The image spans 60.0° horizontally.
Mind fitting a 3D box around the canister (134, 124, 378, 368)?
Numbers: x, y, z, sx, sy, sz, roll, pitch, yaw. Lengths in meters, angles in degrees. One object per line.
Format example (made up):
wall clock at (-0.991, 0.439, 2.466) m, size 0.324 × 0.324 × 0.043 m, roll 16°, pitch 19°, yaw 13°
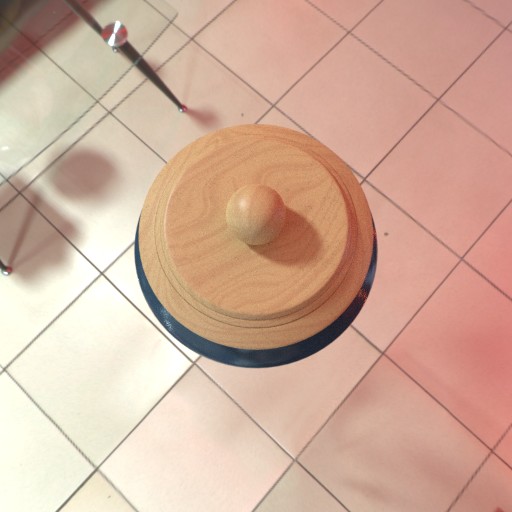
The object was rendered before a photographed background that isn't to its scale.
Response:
canister at (0.000, 0.000, 0.265) m, size 0.130 × 0.176 × 0.130 m, roll 0°, pitch 76°, yaw 0°
